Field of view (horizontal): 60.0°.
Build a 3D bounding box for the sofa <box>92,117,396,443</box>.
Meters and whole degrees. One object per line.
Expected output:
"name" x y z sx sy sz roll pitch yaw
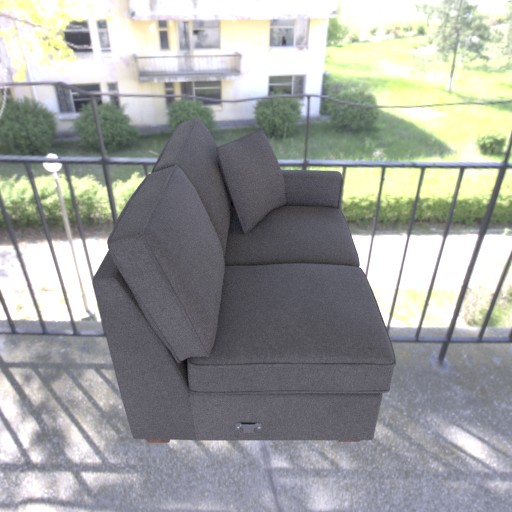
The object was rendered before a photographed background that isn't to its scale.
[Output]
"sofa" 0.000 0.000 2.066 0.991 0.989 1.388 0 33 0
